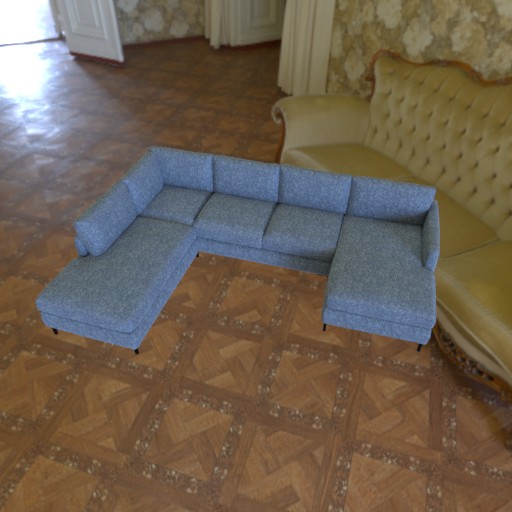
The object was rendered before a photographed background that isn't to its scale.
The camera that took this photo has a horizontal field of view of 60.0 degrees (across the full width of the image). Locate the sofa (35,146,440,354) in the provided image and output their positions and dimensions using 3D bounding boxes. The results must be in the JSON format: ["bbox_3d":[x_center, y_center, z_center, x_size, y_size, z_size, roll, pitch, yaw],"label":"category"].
[{"bbox_3d":[0.000,0.000,3.501,2.737,0.756,1.879,11,42,12],"label":"sofa"}]
